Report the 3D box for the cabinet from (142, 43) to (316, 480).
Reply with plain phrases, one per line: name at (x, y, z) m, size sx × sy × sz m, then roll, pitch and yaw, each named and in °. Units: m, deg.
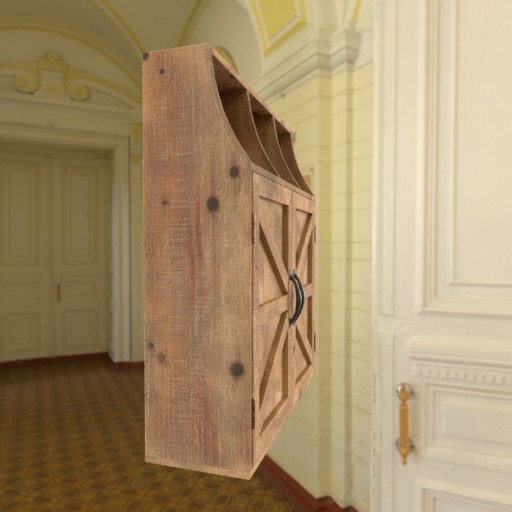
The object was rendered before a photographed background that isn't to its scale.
cabinet at (0.000, 0.000, 0.843) m, size 0.184 × 0.590 × 0.489 m, roll 1°, pitch 2°, yaw 18°
